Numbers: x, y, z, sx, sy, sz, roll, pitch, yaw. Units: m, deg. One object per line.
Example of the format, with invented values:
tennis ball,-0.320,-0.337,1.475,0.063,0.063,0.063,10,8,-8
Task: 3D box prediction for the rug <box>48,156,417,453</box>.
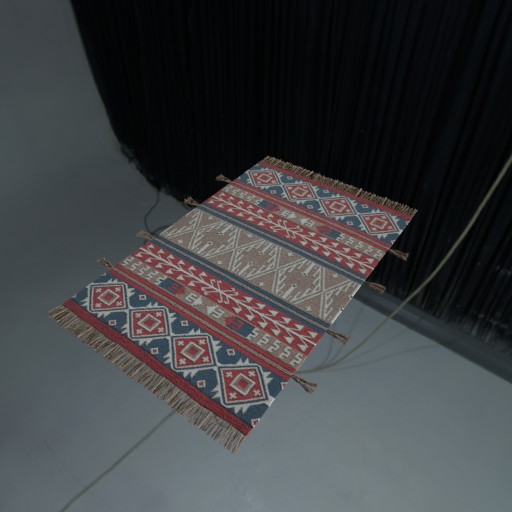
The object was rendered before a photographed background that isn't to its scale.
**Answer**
rug,0.000,0.000,2.627,1.469,0.040,2.025,26,48,26
